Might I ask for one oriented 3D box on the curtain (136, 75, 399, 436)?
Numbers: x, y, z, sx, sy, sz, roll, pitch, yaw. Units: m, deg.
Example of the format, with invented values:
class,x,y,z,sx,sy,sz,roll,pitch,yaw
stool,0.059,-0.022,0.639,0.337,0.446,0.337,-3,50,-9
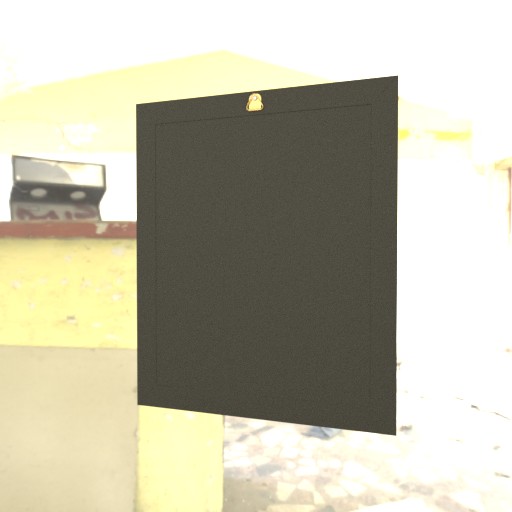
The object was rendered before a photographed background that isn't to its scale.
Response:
class,x,y,z,sx,sy,sz,roll,pitch,yaw
curtain,0.000,0.000,0.795,0.483,0.585,0.027,0,1,17
